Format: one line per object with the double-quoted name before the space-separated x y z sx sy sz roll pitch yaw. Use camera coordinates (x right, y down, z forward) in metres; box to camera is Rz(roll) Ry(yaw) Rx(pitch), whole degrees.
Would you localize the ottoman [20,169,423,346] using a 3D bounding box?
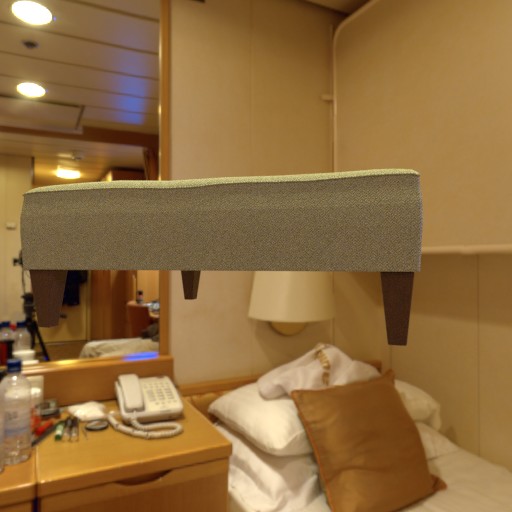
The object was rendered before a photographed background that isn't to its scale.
"ottoman" 0.000 0.000 1.470 0.968 0.379 1.004 0 -1 16
